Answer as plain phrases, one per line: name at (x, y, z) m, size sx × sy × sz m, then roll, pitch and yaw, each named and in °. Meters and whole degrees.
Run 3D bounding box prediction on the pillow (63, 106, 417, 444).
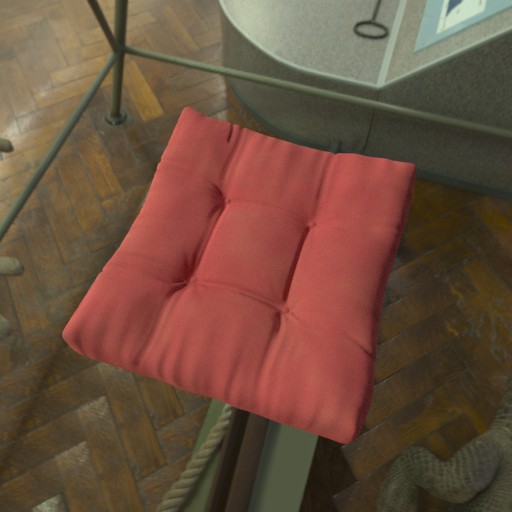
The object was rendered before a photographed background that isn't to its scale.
pillow at (0.000, 0.000, 0.757) m, size 0.468 × 0.128 × 0.490 m, roll 16°, pitch 64°, yaw 8°
